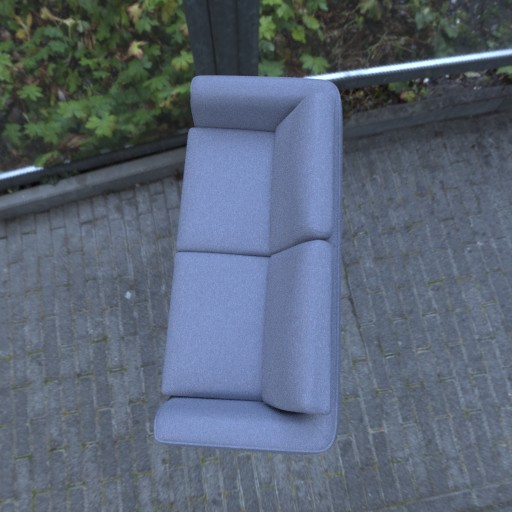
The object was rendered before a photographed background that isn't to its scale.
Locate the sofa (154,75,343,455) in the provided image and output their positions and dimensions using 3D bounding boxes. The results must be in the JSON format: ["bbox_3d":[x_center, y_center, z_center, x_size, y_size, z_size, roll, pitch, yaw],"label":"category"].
[{"bbox_3d":[0.000,0.000,2.530,0.920,0.870,2.000,3,76,1],"label":"sofa"}]
